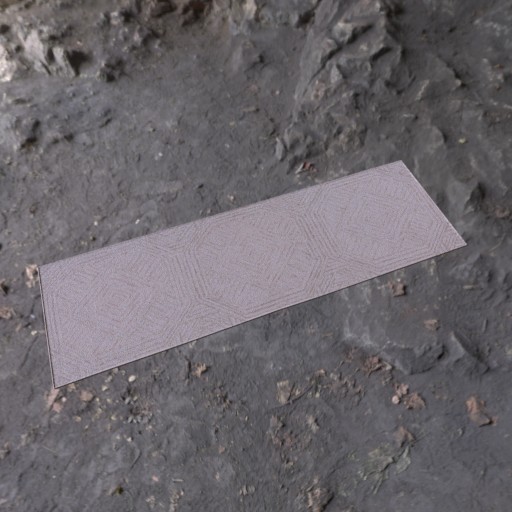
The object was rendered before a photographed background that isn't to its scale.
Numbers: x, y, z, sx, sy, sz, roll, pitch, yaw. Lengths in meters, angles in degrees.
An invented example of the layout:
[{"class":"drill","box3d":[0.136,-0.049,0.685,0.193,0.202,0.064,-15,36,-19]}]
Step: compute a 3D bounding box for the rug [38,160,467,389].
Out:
[{"class":"rug","box3d":[0.000,0.000,2.646,2.452,0.012,0.775,-18,59,-11]}]
